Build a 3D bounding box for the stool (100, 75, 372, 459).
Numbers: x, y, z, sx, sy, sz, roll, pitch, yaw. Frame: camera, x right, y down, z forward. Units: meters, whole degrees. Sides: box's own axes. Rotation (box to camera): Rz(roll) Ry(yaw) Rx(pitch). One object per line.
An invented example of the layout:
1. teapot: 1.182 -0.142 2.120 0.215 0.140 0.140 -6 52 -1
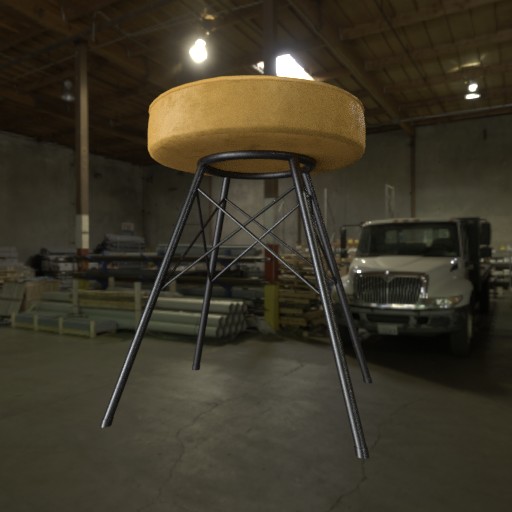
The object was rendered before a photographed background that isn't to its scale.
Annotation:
1. stool: 0.000 0.000 0.906 0.472 0.595 0.438 0 0 18
